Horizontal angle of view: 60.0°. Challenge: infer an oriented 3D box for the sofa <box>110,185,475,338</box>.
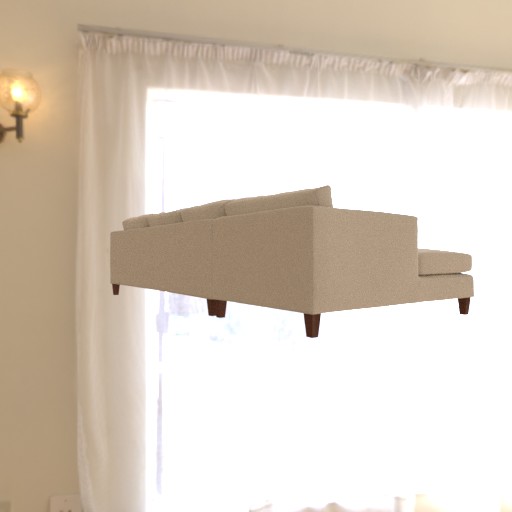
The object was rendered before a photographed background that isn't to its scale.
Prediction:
[{"bbox_3d":[0.000,0.000,4.018,1.625,0.846,3.186,0,0,-36],"label":"sofa"}]
